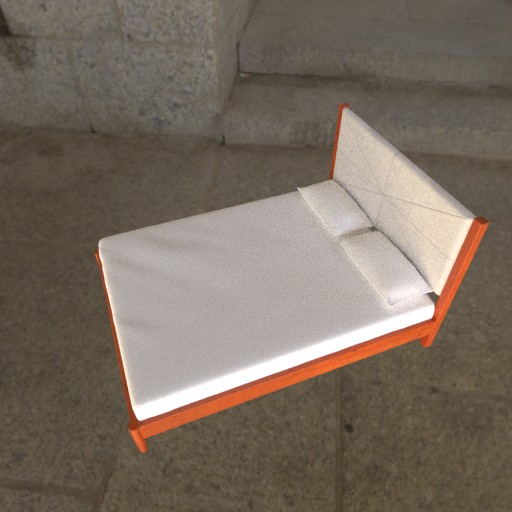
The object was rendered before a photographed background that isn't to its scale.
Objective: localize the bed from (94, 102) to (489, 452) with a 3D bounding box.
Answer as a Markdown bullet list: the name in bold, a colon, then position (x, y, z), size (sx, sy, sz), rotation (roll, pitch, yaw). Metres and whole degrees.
- **bed**: position (0.000, 0.000, 3.050), size (2.117, 1.165, 1.566), rotation (-15, 46, -15)
